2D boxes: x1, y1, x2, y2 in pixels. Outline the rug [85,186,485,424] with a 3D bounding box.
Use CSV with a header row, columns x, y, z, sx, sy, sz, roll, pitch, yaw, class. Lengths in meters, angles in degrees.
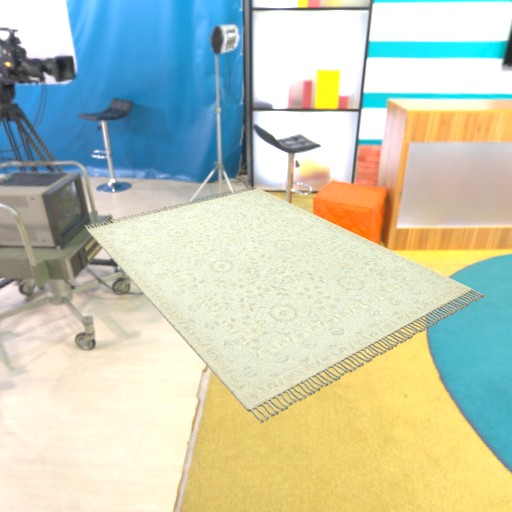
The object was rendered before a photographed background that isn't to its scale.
x,y,z,sx,sy,sz,roll,pitch,yaw,class
0.000,0.000,2.280,1.223,0.015,1.771,-18,33,-31,rug
